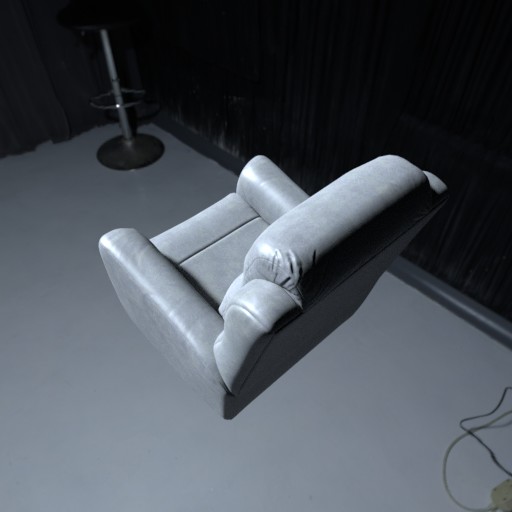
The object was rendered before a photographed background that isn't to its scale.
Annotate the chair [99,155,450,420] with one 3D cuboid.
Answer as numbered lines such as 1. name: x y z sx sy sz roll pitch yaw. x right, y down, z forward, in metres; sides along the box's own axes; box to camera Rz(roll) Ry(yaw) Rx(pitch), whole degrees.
1. chair: 0.000 0.000 1.877 0.967 1.116 1.068 -33 55 -28
